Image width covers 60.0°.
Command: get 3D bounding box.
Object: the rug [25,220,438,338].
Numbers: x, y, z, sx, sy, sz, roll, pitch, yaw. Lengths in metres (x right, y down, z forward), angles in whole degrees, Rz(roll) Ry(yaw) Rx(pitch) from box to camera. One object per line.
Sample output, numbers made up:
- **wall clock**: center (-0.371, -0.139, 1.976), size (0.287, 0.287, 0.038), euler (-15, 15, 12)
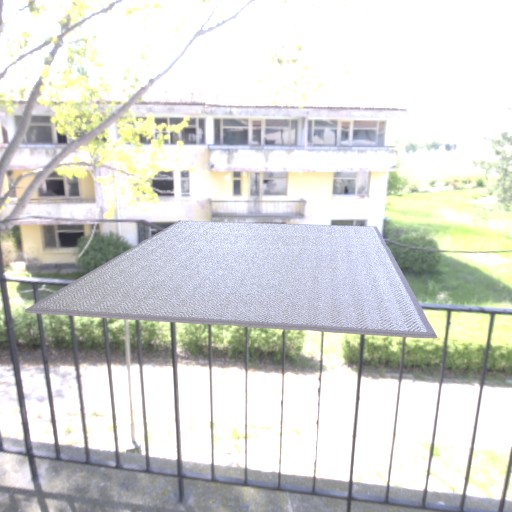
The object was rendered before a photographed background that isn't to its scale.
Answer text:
- **rug**: center (0.000, 0.000, 3.979), size (2.434, 0.032, 3.007), euler (2, 15, 8)
